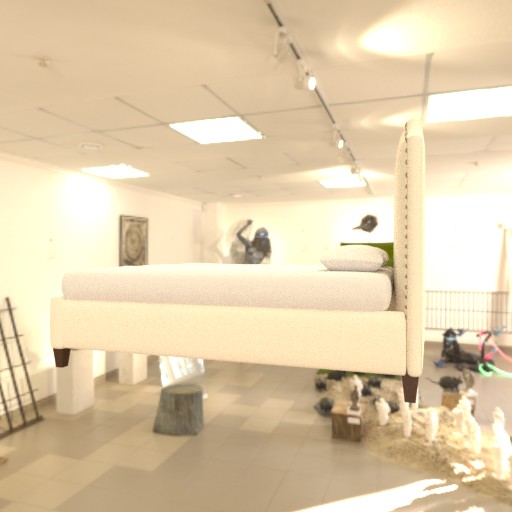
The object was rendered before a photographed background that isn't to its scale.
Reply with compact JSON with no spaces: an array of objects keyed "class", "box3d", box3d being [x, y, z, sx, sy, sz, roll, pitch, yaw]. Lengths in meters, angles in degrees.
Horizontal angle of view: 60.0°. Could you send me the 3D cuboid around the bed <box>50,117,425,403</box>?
[{"class":"bed","box3d":[0.000,0.000,3.391,2.372,1.497,1.712,0,0,18]}]
